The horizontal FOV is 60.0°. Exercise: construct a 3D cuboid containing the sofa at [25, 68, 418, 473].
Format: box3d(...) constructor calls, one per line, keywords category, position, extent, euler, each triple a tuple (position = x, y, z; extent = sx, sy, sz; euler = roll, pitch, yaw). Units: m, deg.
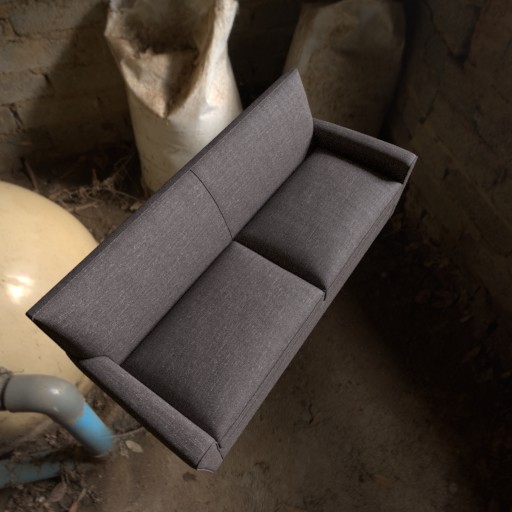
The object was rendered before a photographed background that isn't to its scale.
box3d(category="sofa", position=(0.000, 0.000, 2.353), extent=(0.875, 0.846, 1.976), euler=(31, 63, 18))
